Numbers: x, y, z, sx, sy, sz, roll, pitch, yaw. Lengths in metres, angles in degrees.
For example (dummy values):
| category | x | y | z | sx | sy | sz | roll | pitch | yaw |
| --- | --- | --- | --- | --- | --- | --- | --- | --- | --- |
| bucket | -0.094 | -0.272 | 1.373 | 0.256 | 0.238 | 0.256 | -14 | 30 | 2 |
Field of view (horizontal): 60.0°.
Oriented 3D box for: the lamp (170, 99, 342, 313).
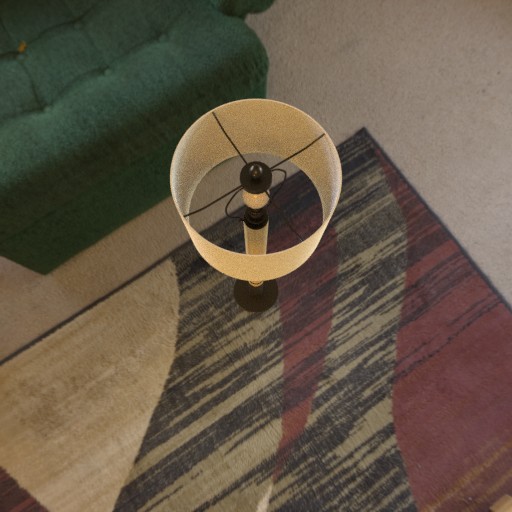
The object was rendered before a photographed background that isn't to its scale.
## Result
| category | x | y | z | sx | sy | sz | roll | pitch | yaw |
| --- | --- | --- | --- | --- | --- | --- | --- | --- | --- |
| lamp | 0.000 | 0.000 | 1.675 | 0.381 | 1.478 | 0.381 | 37 | 78 | 9 |
